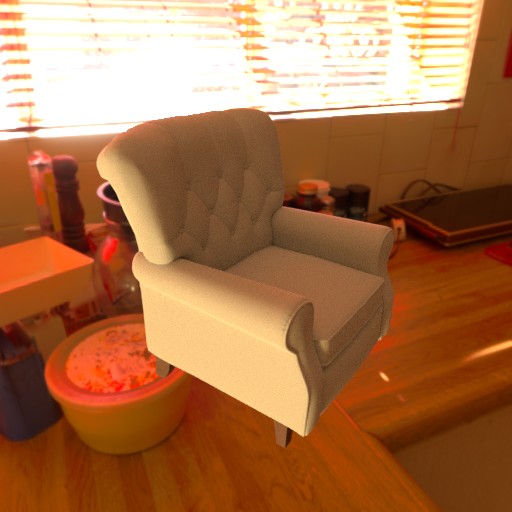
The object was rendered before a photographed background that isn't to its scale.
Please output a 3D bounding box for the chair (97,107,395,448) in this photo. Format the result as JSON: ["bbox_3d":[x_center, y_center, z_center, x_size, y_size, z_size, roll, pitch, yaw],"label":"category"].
[{"bbox_3d":[0.000,0.000,2.098,1.128,1.217,1.090,17,31,32],"label":"chair"}]
